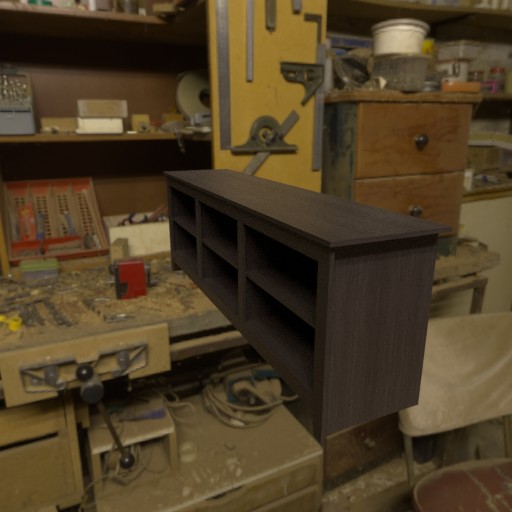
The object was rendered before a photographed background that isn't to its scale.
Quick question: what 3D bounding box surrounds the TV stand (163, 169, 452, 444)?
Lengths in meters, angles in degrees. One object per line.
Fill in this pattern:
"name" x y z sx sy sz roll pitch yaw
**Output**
"TV stand" 0.000 0.000 2.028 0.406 0.610 1.778 -7 18 -23
